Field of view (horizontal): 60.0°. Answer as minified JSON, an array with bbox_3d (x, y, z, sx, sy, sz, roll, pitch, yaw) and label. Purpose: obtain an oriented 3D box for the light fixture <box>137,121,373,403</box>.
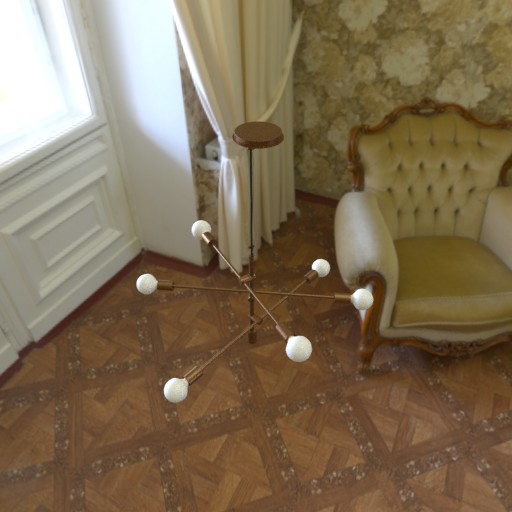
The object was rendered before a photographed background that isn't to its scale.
[{"bbox_3d":[0.000,0.000,1.265,0.682,0.744,0.637,-13,41,-15],"label":"light fixture"}]
